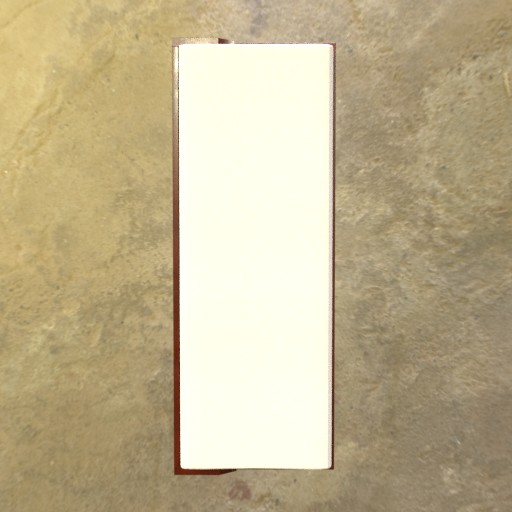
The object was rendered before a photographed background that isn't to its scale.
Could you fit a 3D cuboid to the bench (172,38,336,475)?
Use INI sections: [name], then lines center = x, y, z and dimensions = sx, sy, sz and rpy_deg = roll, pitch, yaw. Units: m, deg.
[bench]
center = 0.000, 0.000, 1.286
dimensions = 0.369, 0.646, 0.987
rpy_deg = 0, 91, 0
